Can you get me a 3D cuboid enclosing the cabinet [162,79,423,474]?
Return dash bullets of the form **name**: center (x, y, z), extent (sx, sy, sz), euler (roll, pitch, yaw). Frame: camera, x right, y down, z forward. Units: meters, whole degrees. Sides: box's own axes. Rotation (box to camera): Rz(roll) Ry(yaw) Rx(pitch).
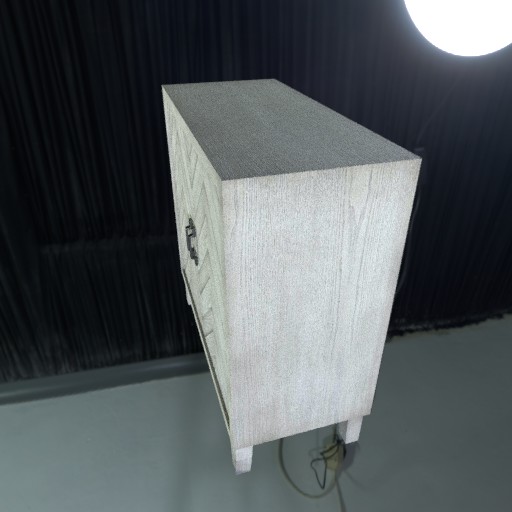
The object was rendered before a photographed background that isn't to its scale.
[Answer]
- **cabinet**: center (0.000, 0.000, 1.239), extent (0.370, 0.787, 0.781), euler (-9, 33, -14)
